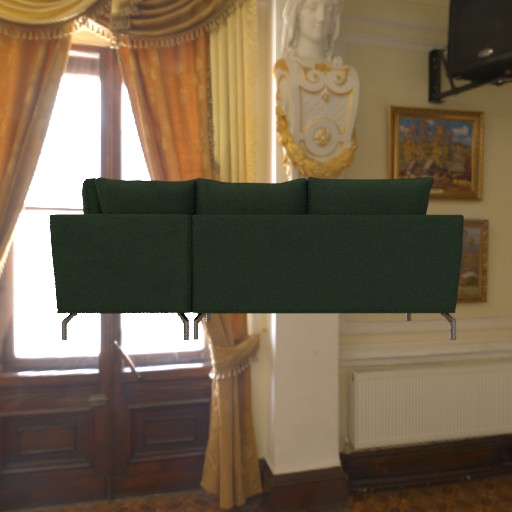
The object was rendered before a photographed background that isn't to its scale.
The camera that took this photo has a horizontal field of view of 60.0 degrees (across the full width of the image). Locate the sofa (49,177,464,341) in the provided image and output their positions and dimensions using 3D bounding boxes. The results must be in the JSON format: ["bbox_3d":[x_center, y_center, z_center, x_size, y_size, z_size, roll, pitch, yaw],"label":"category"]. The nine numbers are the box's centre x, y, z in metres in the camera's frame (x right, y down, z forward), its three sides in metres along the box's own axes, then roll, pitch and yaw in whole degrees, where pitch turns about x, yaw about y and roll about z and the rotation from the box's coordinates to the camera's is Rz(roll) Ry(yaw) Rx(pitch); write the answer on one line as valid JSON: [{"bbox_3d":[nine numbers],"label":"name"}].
[{"bbox_3d":[0.000,0.000,3.830,2.468,1.004,2.452,0,0,0],"label":"sofa"}]
